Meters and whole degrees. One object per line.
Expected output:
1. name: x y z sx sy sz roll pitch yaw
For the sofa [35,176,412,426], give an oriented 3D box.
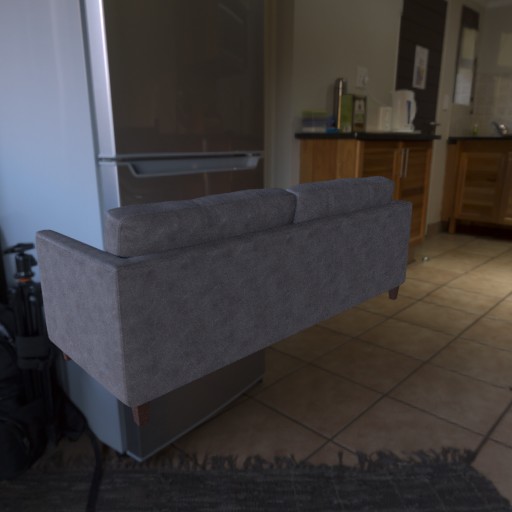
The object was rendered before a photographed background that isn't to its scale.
1. sofa: 0.000 0.000 2.915 2.434 0.965 0.951 -15 21 -42
